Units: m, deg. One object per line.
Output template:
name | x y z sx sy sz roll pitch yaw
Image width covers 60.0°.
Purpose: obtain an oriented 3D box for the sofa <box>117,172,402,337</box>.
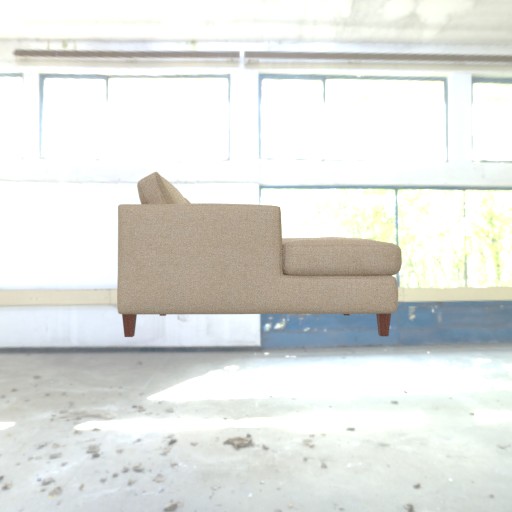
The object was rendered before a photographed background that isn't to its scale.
sofa | 0.000 0.000 3.846 1.502 0.876 3.201 0 -1 -1
